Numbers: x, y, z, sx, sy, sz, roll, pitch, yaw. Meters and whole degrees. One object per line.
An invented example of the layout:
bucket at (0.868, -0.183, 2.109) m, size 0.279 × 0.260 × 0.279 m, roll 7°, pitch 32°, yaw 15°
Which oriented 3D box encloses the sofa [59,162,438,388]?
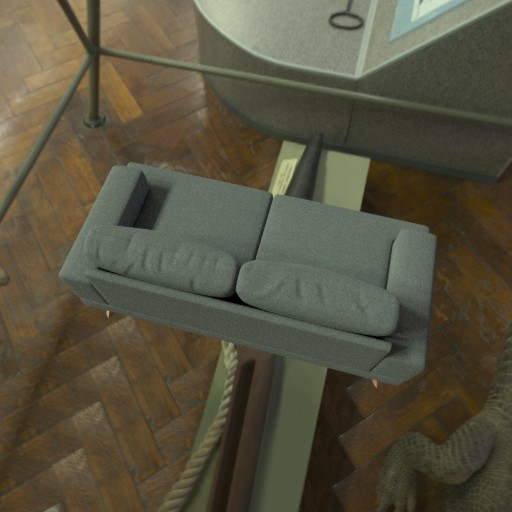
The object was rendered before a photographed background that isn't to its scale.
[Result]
sofa at (0.000, 0.000, 2.161) m, size 1.650 × 0.810 × 0.785 m, roll 13°, pitch 65°, yaw 6°
